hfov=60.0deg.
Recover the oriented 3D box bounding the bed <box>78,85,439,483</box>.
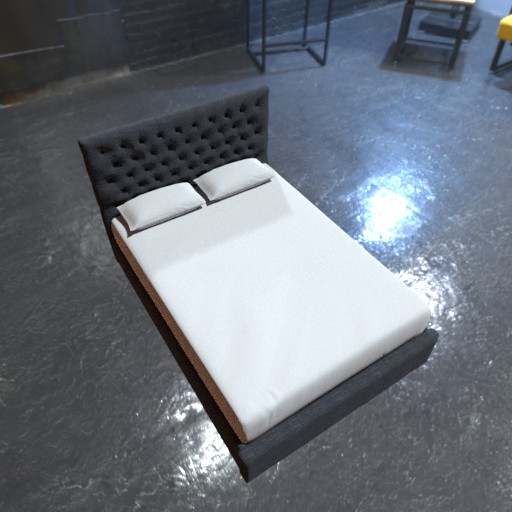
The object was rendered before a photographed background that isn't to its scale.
[{"bbox_3d":[0.000,0.000,3.418,1.698,1.427,2.387,-24,51,-22],"label":"bed"}]
